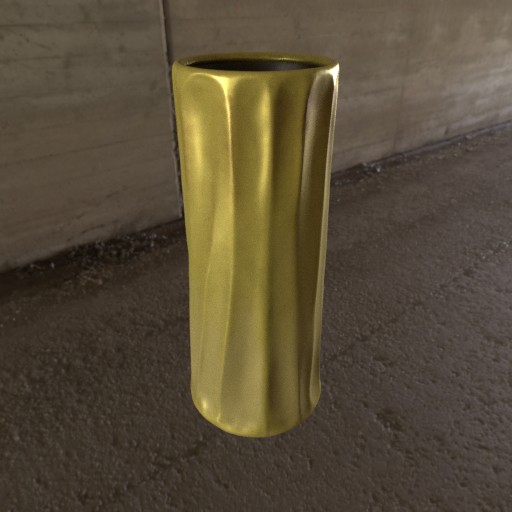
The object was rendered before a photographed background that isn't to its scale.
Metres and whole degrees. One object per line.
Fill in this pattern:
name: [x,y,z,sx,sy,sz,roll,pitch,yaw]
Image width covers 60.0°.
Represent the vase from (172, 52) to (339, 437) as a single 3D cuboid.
vase: [0.000,0.000,0.175,0.061,0.143,0.061,0,30,0]
